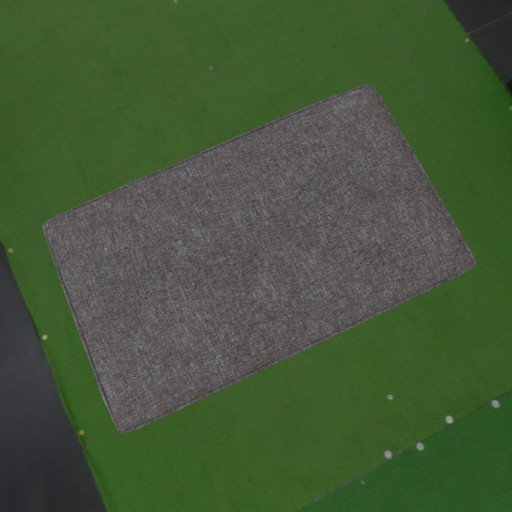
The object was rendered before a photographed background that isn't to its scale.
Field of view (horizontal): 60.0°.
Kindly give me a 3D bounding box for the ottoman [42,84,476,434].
[{"bbox_3d":[0.000,0.000,1.537,1.184,0.487,0.717,-24,78,-5],"label":"ottoman"}]
